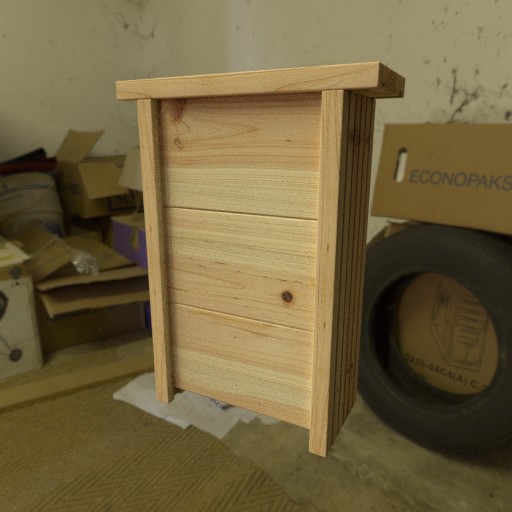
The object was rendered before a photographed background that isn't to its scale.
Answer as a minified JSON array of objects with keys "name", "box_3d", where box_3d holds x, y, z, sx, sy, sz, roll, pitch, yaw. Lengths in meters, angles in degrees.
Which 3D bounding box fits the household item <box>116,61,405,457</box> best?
[{"name":"household item","box_3d":[0.000,0.000,0.547,0.301,0.407,0.123,8,17,27]}]
